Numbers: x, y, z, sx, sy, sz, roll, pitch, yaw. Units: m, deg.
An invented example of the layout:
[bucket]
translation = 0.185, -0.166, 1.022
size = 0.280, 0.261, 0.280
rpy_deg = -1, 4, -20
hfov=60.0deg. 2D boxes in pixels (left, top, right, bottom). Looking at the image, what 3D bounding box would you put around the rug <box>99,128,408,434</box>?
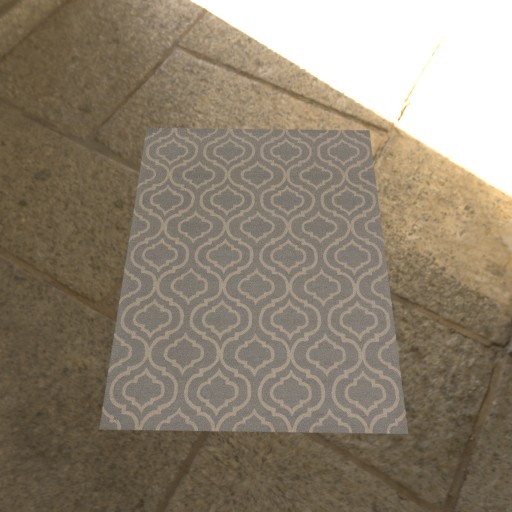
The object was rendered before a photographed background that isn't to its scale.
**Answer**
[rug]
translation = 0.000, 0.000, 3.911
size = 2.283, 0.006, 2.892
rpy_deg = 1, 64, 0
